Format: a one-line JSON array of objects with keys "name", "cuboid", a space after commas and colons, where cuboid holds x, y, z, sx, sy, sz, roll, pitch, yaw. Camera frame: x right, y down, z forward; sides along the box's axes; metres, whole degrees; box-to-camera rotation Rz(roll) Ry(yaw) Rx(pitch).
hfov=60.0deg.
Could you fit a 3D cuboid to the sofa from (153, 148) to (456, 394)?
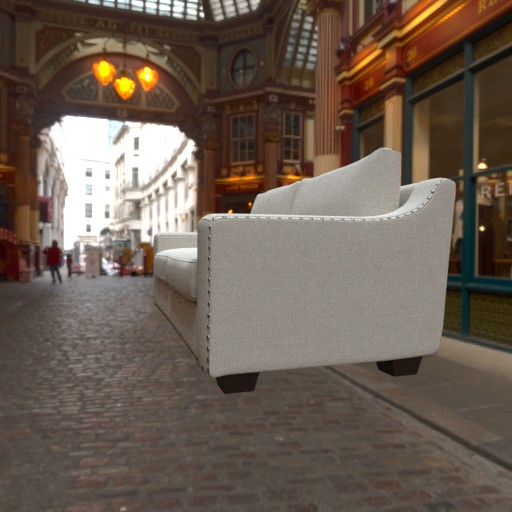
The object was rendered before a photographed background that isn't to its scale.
[{"name": "sofa", "cuboid": [0.000, 0.000, 2.700, 1.104, 0.983, 2.107, 0, 1, -18]}]
